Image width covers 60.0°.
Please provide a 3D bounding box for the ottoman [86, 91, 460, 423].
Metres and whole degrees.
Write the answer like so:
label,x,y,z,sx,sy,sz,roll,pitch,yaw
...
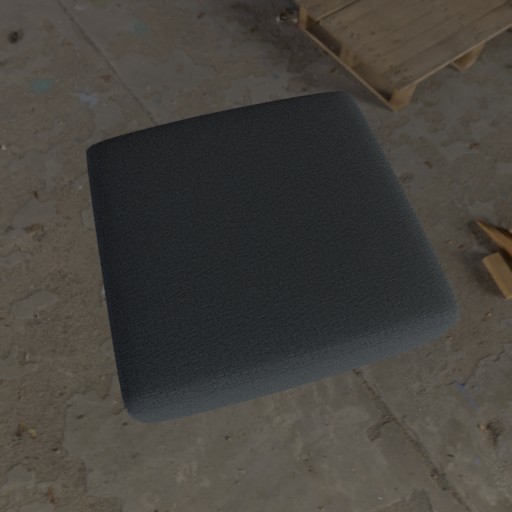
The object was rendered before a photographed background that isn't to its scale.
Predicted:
label,x,y,z,sx,sy,sz,roll,pitch,yaw
ottoman,0.000,0.000,1.068,0.650,0.398,0.649,-14,65,-7
